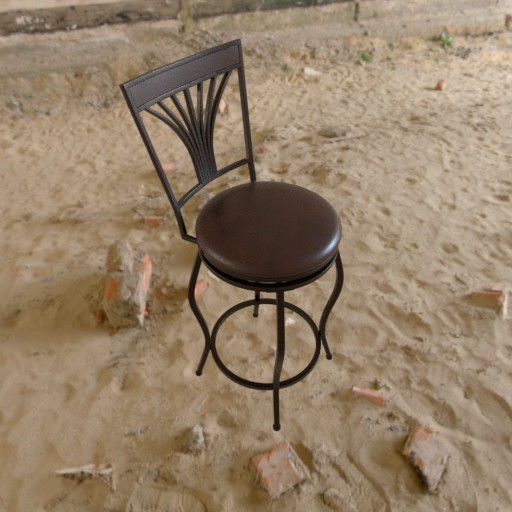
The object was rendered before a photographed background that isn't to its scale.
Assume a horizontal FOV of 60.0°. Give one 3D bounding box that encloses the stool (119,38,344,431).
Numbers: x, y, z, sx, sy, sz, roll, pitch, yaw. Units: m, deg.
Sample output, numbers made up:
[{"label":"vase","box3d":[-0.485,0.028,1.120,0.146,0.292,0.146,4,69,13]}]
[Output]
[{"label":"stool","box3d":[0.000,0.000,1.406,0.514,1.117,0.433,26,48,27]}]
